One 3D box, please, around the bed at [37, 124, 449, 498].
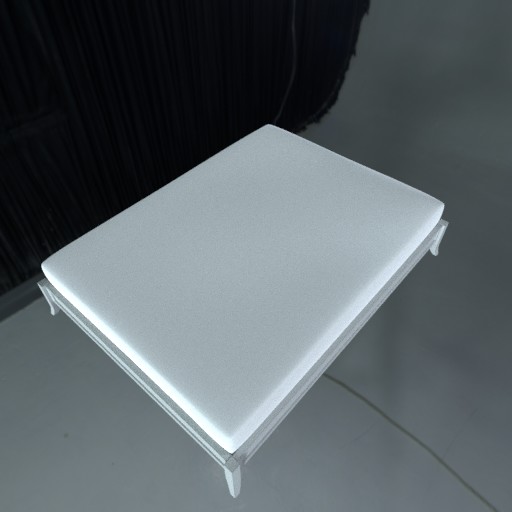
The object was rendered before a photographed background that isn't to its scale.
[{"bbox_3d":[0.000,0.000,2.796,1.604,0.510,2.108,33,55,27],"label":"bed"}]
